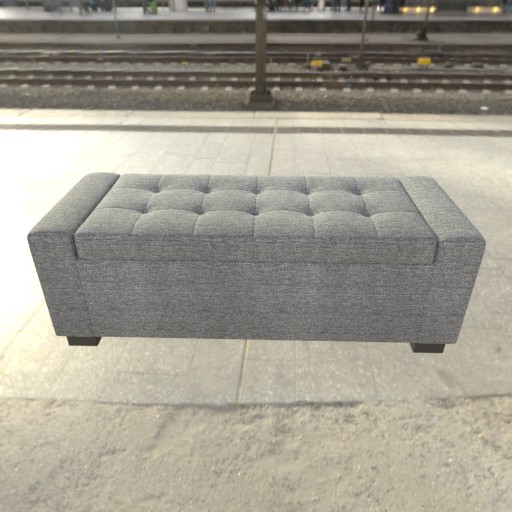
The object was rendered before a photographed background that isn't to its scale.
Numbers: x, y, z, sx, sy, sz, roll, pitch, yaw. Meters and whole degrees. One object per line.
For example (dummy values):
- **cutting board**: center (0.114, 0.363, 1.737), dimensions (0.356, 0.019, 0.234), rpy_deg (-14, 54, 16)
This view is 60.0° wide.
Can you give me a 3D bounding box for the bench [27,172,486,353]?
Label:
- **bench**: center (0.000, 0.000, 1.550), dimensions (1.296, 0.445, 0.508), rpy_deg (1, 31, 1)
